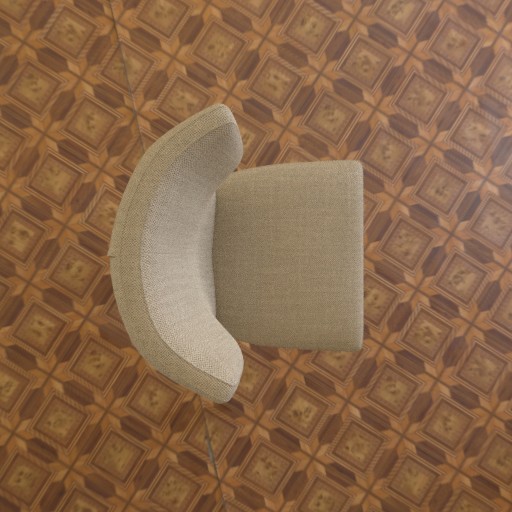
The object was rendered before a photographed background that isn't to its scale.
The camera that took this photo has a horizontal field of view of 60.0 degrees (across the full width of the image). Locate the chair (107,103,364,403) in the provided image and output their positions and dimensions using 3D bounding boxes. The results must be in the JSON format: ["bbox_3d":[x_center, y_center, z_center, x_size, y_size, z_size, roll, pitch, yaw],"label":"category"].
[{"bbox_3d":[0.000,0.000,1.280,0.617,0.824,0.611,0,89,-1],"label":"chair"}]
